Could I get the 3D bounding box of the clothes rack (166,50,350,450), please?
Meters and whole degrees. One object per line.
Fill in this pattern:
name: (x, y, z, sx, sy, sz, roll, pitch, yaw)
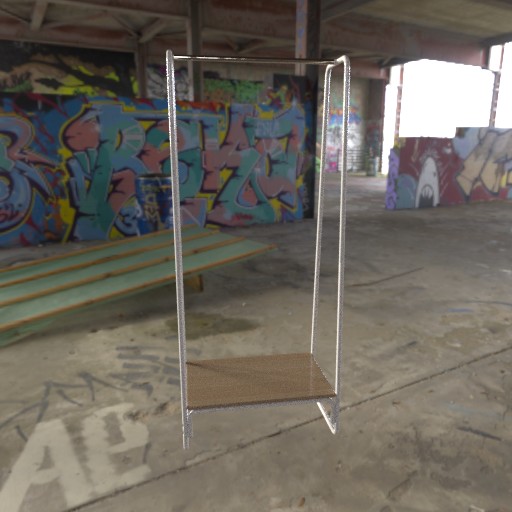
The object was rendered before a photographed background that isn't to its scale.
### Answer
clothes rack: (0.000, 0.000, 1.803, 0.640, 1.500, 0.400, -2, 14, -9)
